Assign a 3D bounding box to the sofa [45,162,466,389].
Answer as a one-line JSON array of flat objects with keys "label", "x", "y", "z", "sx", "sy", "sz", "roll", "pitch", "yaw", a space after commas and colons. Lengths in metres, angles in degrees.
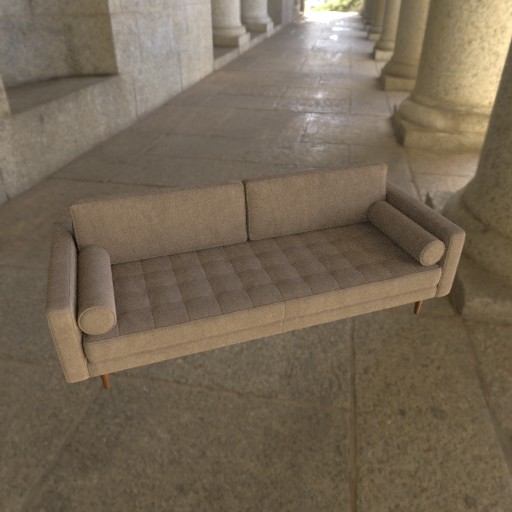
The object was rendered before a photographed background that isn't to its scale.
[{"label": "sofa", "x": 0.000, "y": 0.000, "z": 2.603, "sx": 2.200, "sy": 0.770, "sz": 0.919, "roll": -10, "pitch": 33, "yaw": -16}]
